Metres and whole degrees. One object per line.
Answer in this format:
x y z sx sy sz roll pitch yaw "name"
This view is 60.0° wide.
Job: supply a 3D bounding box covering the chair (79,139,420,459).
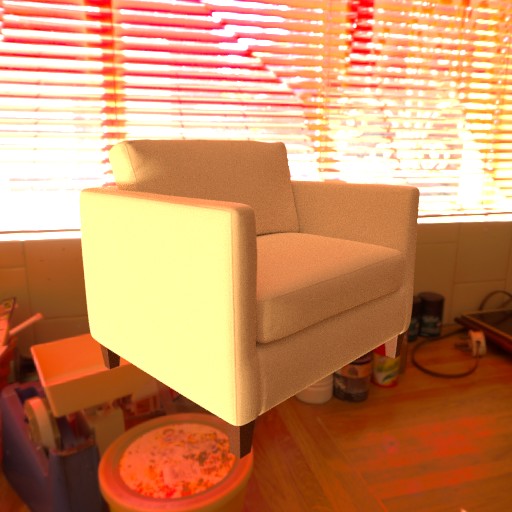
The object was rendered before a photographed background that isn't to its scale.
0.000 0.000 1.714 0.878 0.885 1.019 12 18 43 "chair"
